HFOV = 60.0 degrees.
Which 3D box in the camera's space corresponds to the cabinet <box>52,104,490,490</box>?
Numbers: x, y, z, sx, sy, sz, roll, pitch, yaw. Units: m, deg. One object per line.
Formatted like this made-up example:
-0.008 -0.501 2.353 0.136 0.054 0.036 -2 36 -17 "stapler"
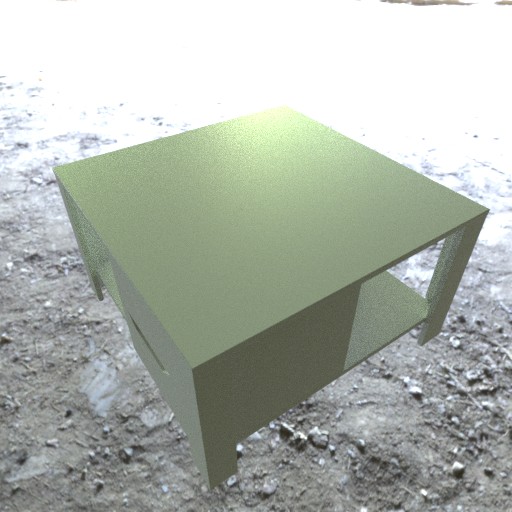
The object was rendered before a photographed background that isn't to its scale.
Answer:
0.000 0.000 1.277 0.800 0.460 0.800 -24 45 -26 "cabinet"
